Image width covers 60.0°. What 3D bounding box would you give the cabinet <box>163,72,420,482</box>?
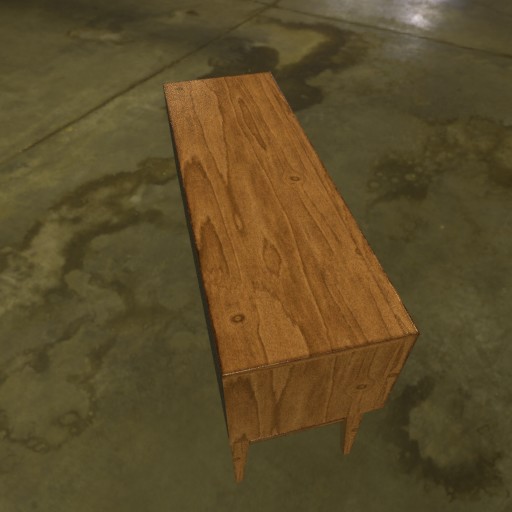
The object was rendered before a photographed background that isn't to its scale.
[{"bbox_3d":[0.000,0.000,1.729,0.477,0.802,1.363,-10,48,-9],"label":"cabinet"}]
